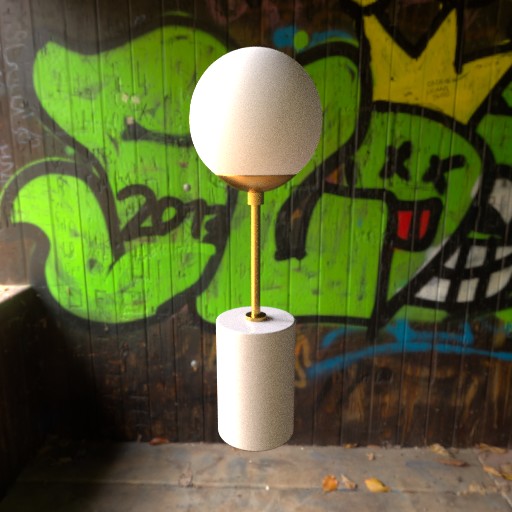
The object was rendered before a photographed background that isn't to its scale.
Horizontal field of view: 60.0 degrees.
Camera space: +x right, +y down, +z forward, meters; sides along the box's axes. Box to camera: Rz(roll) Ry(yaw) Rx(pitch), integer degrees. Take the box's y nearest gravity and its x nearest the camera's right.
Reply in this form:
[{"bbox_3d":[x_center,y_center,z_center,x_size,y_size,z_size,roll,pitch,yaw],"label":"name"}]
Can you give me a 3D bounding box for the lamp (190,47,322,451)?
[{"bbox_3d":[0.000,0.000,0.553,0.153,0.480,0.153,0,12,0],"label":"lamp"}]
